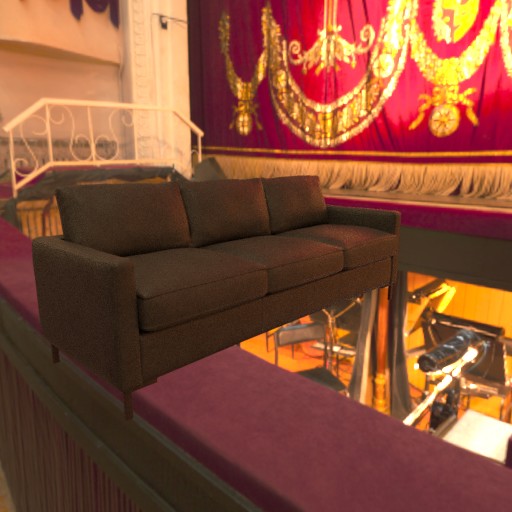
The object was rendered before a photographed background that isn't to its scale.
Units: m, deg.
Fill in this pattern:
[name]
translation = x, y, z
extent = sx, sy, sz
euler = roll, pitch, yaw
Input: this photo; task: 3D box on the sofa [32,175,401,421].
[sofa]
translation = 0.000, 0.000, 2.372
extent = 0.748, 0.805, 2.029
euler = 12, 17, 43
